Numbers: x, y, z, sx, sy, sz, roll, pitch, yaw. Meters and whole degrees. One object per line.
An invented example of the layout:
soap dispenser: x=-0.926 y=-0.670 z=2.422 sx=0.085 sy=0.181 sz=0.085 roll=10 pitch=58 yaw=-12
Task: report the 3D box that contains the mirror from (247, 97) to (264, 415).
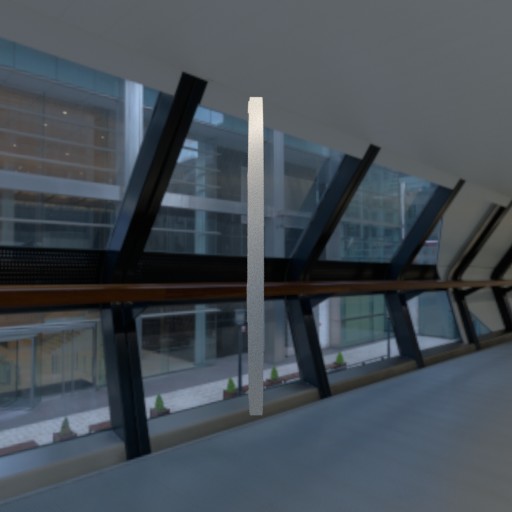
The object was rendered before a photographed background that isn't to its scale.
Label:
mirror: x=0.000 y=0.000 z=1.355 sx=0.038 sy=0.914 sz=0.914 roll=0 pitch=-1 yaw=0
